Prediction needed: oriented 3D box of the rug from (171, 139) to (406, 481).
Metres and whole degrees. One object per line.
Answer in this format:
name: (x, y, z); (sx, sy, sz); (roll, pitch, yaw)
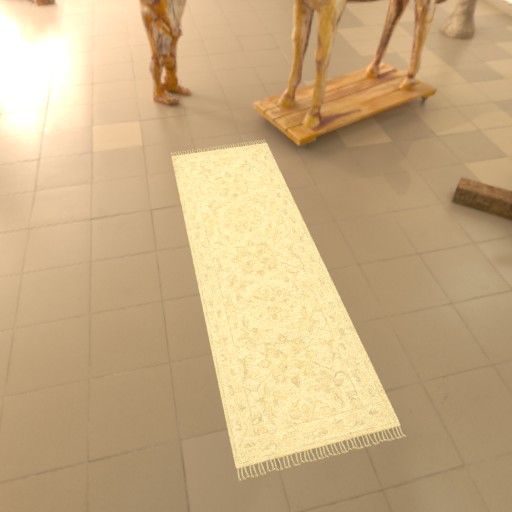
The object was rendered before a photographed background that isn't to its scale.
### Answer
rug: (0.000, 0.000, 2.821); (0.795, 0.015, 2.544); (-10, 48, -9)
